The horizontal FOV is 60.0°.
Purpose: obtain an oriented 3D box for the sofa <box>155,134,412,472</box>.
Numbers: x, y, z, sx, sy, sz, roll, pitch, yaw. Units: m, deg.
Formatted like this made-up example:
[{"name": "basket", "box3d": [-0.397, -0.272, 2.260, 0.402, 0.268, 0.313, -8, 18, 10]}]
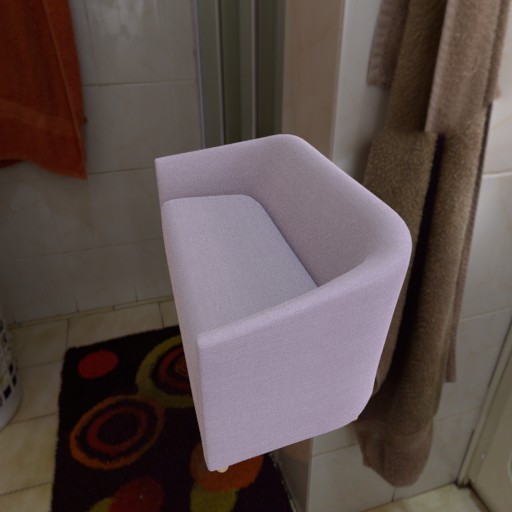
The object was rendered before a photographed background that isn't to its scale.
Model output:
[{"name": "sofa", "box3d": [0.000, 0.000, 1.858, 0.705, 0.721, 1.452, -8, 32, -13]}]
